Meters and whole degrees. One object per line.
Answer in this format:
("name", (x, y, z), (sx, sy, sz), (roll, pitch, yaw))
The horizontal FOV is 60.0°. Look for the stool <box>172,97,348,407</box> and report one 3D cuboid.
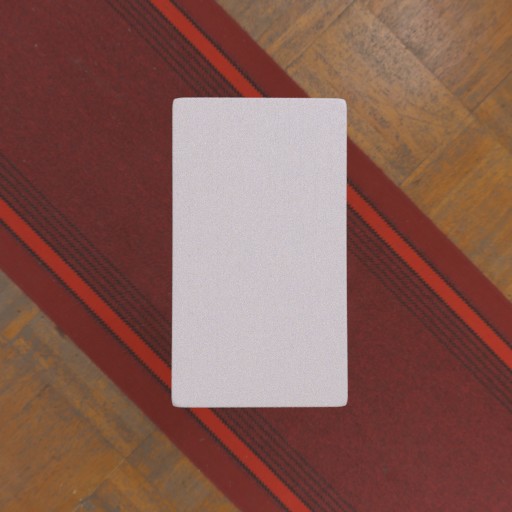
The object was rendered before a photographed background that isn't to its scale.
("stool", (0.000, 0.000, 0.950), (0.322, 0.742, 0.406), (0, 89, -1))
